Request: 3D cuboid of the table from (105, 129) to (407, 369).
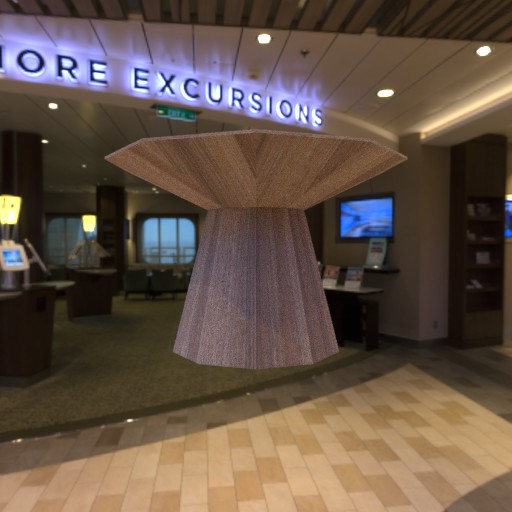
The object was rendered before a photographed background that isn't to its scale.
[{"bbox_3d":[0.000,0.000,1.848,1.186,0.752,1.186,0,2,0],"label":"table"}]
